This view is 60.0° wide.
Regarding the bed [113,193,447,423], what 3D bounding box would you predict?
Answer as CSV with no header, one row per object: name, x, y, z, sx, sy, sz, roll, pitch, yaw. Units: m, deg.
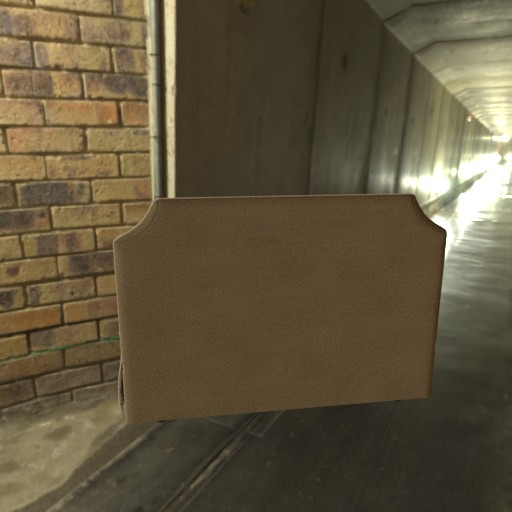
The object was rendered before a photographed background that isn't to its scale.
bed,0.000,0.000,3.628,1.977,1.293,2.498,-2,15,-8
